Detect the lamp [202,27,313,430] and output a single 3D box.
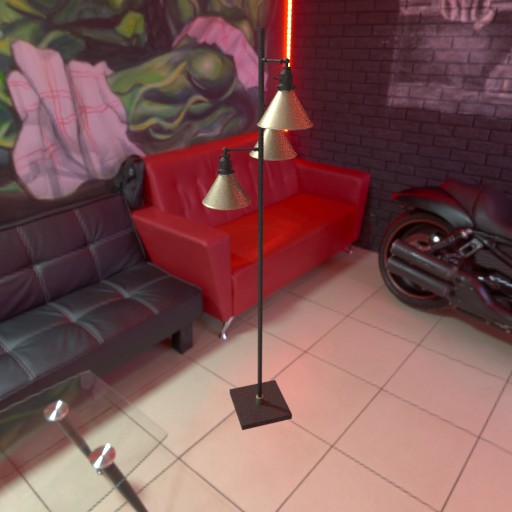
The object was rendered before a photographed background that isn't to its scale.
[{"bbox_3d":[0.000,0.000,1.868,0.415,1.716,0.428,-8,27,-15],"label":"lamp"}]
